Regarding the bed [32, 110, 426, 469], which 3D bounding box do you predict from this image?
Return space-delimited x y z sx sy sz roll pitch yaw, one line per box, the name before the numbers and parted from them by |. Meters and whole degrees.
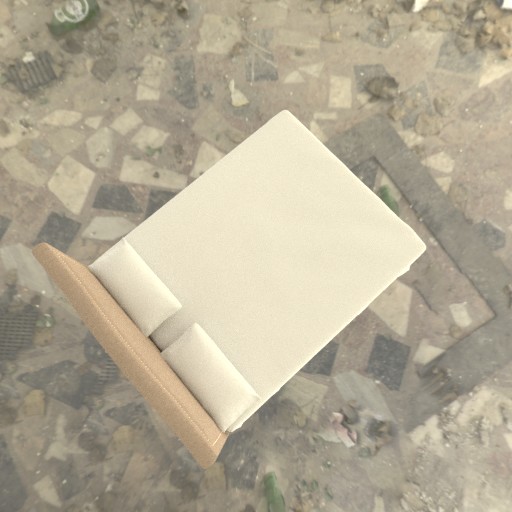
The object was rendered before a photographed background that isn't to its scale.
bed | 0.000 0.000 3.412 2.282 1.436 1.821 -41 79 -9
